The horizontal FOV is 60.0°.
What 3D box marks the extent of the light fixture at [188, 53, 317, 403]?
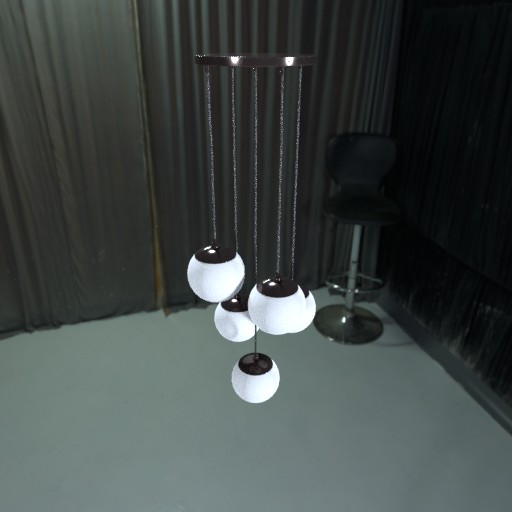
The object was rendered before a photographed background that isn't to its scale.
[{"bbox_3d":[0.000,0.000,1.536,0.489,1.271,0.484,-9,27,-17],"label":"light fixture"}]
